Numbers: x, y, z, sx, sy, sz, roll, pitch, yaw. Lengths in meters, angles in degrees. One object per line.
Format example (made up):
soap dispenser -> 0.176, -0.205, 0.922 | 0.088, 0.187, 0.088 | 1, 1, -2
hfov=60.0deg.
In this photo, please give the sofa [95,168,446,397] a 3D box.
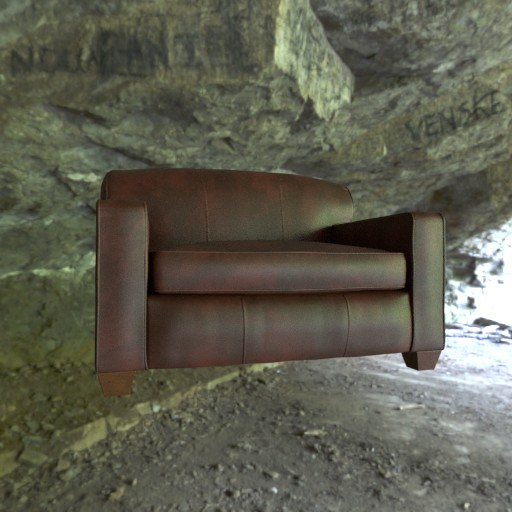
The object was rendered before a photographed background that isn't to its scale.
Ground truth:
sofa -> 0.000, 0.000, 2.074 | 1.413, 0.956, 1.000 | 0, -1, -17
